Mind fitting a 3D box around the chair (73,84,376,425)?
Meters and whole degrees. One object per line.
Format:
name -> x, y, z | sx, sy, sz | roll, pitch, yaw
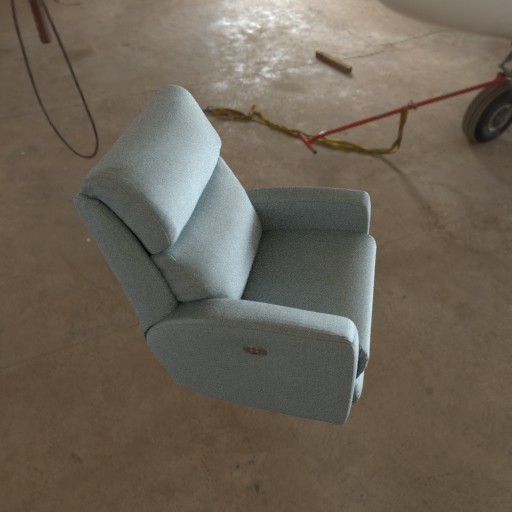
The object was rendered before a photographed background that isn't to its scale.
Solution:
chair -> 0.000, 0.000, 1.653 | 0.940, 1.016, 0.794 | 10, 46, 9
